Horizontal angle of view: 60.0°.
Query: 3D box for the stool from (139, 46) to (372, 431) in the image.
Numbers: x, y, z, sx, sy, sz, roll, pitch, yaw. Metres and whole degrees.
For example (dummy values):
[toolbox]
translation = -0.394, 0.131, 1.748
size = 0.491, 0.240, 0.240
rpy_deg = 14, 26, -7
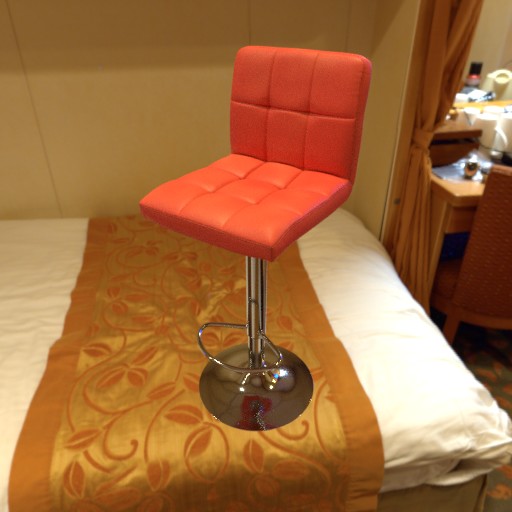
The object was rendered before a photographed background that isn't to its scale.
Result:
[stool]
translation = 0.000, 0.000, 1.358
size = 0.430, 1.115, 0.505
rpy_deg = 19, 36, 28
